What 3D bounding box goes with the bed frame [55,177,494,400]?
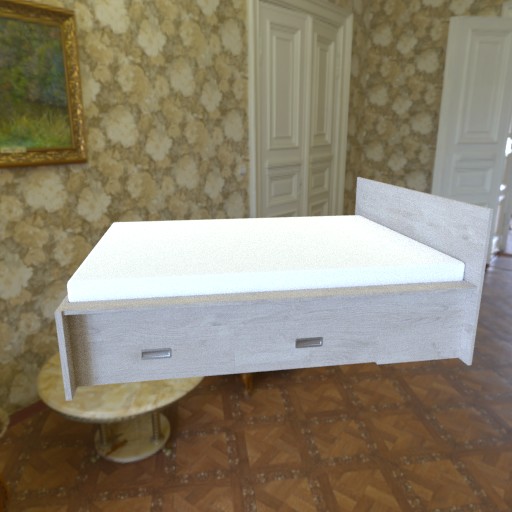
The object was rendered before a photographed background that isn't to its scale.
[{"bbox_3d":[0.000,0.000,2.772,1.960,0.800,1.622,-2,16,-9],"label":"bed frame"}]
